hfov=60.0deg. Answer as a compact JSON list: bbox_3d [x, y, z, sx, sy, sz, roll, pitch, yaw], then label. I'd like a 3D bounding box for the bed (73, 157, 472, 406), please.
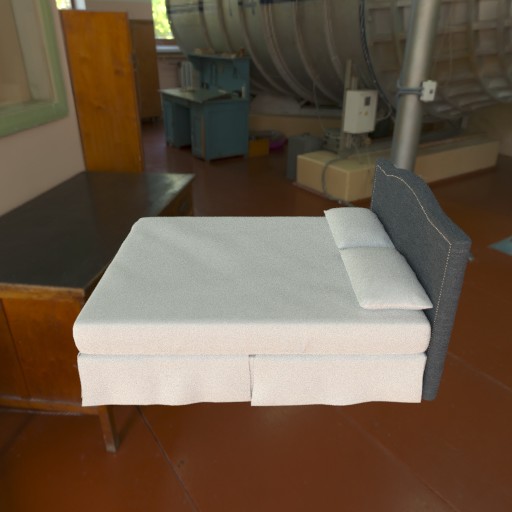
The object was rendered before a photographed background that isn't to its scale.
[{"bbox_3d":[0.000,0.000,3.936,2.689,1.457,2.161,0,27,0],"label":"bed"}]
